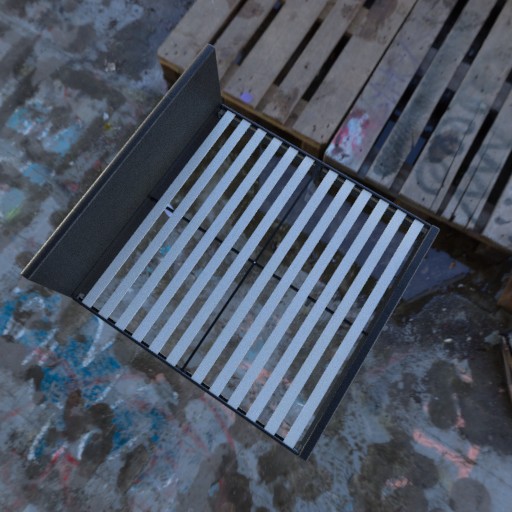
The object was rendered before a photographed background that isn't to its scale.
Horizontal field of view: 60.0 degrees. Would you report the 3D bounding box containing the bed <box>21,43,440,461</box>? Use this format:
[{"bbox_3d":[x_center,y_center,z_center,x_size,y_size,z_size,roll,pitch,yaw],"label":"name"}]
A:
[{"bbox_3d":[0.000,0.000,3.281,2.152,1.046,2.018,32,77,8],"label":"bed"}]
